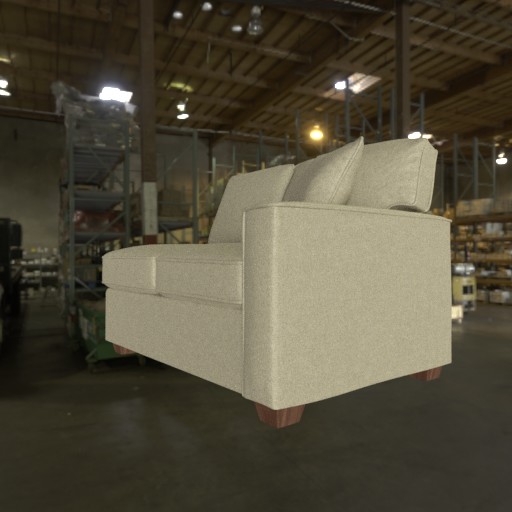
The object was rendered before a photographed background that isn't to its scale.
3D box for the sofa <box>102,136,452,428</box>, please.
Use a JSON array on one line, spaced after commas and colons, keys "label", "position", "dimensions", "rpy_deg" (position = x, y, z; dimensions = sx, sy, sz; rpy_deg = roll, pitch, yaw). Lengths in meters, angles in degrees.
[{"label": "sofa", "position": [0.000, 0.000, 2.046], "dimensions": [0.991, 0.989, 1.388], "rpy_deg": [0, 0, -38]}]
